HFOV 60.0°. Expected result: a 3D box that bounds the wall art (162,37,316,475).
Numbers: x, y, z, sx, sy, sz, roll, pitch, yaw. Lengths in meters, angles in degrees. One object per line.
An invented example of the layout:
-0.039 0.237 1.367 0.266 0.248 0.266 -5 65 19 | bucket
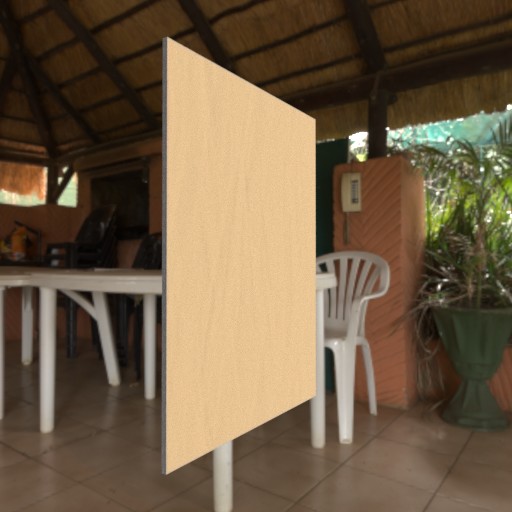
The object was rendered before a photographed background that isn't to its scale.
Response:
0.000 0.000 1.464 0.016 1.116 0.810 -1 -1 35 | wall art
